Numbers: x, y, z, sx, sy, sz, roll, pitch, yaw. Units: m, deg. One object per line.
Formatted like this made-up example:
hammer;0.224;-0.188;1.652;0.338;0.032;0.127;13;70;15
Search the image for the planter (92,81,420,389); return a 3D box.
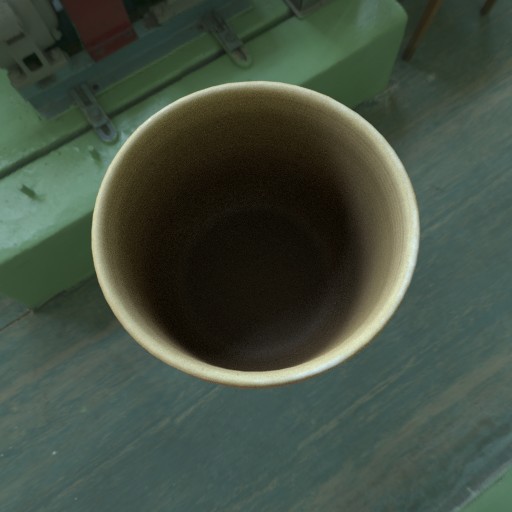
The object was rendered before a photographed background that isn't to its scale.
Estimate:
planter;0.000;0.000;0.292;0.170;0.152;0.170;0;75;0
